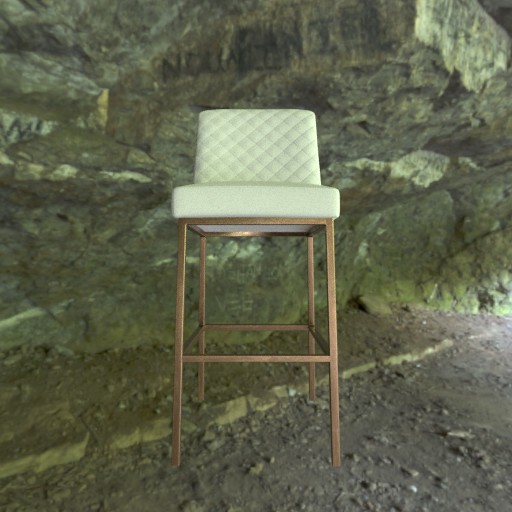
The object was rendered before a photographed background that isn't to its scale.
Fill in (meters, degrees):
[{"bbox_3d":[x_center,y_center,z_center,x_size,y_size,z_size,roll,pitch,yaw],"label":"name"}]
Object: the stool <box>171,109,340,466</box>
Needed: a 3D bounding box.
[{"bbox_3d":[0.000,0.000,1.411,0.462,1.084,0.546,0,0,0],"label":"stool"}]
